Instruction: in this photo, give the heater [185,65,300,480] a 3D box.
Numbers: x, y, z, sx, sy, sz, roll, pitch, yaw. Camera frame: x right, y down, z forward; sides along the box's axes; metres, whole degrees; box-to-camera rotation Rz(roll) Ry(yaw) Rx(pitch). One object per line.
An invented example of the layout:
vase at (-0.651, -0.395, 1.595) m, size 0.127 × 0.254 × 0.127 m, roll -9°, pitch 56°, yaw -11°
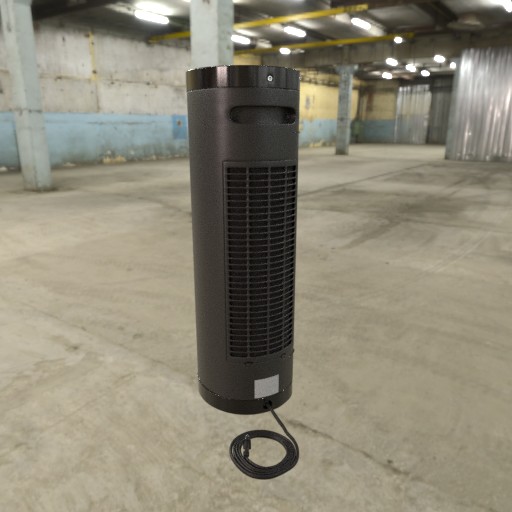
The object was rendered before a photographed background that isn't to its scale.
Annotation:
heater at (0.000, 0.000, 0.693) m, size 0.174 × 0.552 × 0.312 m, roll -7°, pitch 17°, yaw -25°
